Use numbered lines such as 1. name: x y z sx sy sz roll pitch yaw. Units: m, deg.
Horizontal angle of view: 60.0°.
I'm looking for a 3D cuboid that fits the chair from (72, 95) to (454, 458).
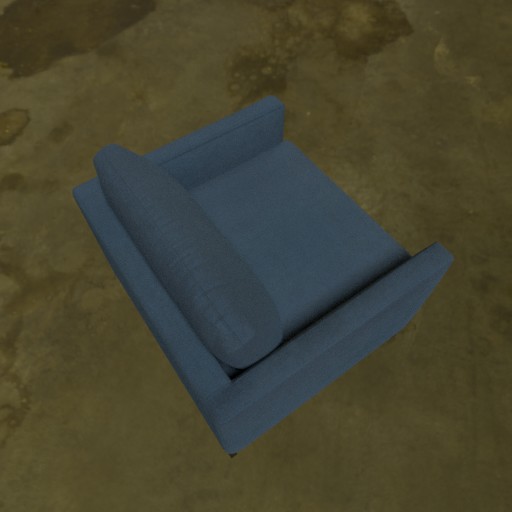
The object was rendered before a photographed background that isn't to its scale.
1. chair: 0.000 0.000 1.592 0.875 0.812 0.964 -31 63 -18
